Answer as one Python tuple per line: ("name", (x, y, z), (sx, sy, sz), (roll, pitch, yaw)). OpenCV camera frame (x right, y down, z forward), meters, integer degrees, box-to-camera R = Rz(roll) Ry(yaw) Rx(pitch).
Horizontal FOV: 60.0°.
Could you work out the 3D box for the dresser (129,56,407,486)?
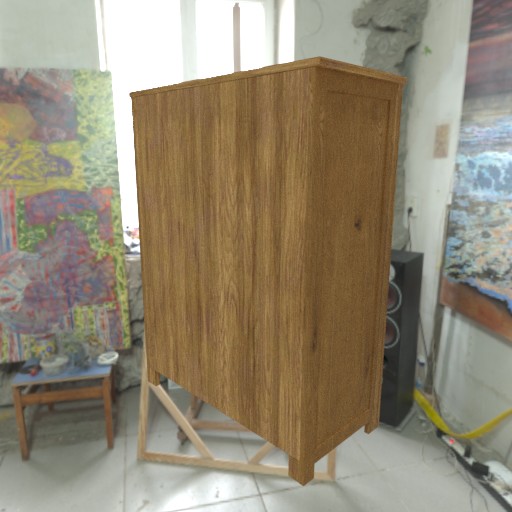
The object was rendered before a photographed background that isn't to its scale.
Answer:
("dresser", (0.000, 0.000, 1.977), (0.558, 1.431, 1.081), (-13, 18, -43))
